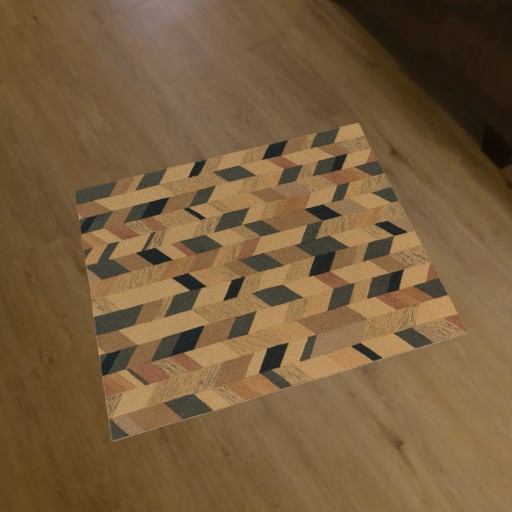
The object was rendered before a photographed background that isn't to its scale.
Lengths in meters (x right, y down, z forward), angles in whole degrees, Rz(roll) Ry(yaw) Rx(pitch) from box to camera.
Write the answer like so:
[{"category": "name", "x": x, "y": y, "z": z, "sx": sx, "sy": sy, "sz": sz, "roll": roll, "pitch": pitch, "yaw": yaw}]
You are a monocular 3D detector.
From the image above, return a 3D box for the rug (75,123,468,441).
[{"category": "rug", "x": 0.000, "y": 0.000, "z": 4.129, "sx": 3.072, "sy": 0.011, "sz": 2.451, "roll": -15, "pitch": 65, "yaw": -7}]
